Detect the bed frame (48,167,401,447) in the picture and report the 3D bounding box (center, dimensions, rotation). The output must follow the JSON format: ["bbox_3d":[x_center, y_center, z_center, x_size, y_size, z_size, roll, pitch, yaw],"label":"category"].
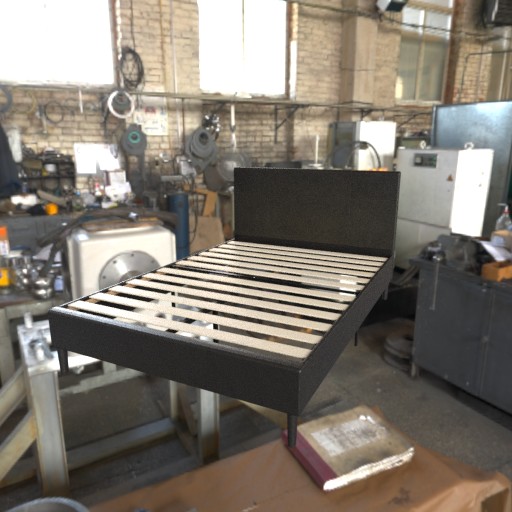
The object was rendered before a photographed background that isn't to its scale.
[{"bbox_3d":[0.000,0.000,2.985,1.469,1.046,2.152,7,16,26],"label":"bed frame"}]
